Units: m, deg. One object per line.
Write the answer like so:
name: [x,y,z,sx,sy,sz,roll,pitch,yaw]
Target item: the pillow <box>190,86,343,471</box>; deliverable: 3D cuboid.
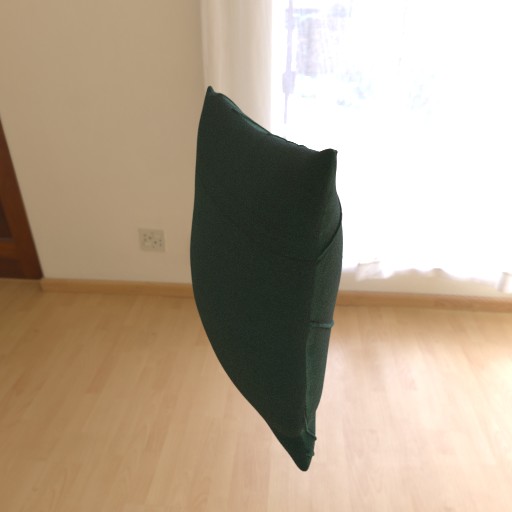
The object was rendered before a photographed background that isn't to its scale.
pillow: [0.000,0.000,0.673,0.184,0.440,0.439,-10,31,-18]
